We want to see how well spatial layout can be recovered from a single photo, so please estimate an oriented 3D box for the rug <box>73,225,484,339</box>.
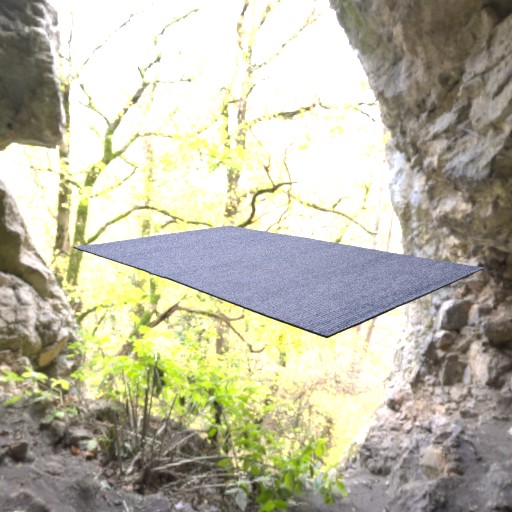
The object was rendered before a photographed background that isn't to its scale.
[{"bbox_3d":[0.000,0.000,2.228,1.145,0.021,1.777,-12,17,-42],"label":"rug"}]
